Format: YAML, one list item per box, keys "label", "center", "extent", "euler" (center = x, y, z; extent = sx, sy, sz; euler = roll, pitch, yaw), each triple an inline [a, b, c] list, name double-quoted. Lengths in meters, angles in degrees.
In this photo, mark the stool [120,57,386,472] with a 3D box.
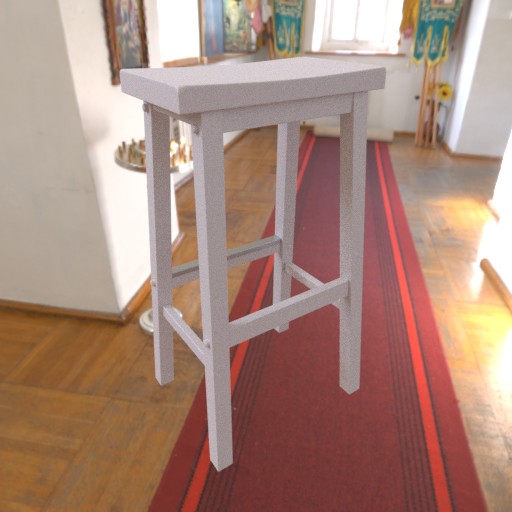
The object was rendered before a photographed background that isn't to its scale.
- label: "stool"
  center: [0.000, 0.000, 0.944]
  extent: [0.406, 0.742, 0.322]
  euler: [-18, 34, -29]
